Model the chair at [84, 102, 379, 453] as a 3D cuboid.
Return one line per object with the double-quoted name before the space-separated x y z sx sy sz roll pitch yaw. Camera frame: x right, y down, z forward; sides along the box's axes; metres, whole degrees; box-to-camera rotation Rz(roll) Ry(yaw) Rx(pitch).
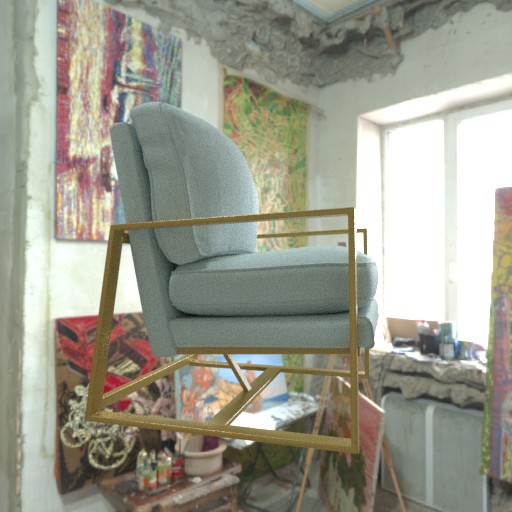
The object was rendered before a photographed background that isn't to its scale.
"chair" 0.000 0.000 1.529 0.813 0.956 0.758 0 -1 17
